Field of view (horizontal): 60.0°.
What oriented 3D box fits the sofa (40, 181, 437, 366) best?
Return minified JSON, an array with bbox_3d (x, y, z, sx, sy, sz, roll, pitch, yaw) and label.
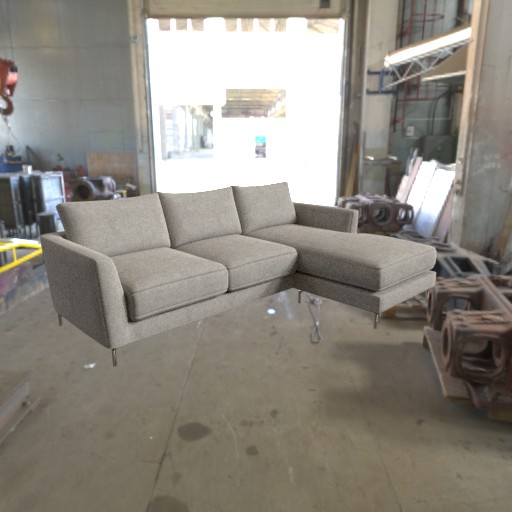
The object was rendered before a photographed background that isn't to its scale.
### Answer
[{"bbox_3d":[0.000,0.000,3.174,2.438,0.864,1.626,-14,20,-42],"label":"sofa"}]
